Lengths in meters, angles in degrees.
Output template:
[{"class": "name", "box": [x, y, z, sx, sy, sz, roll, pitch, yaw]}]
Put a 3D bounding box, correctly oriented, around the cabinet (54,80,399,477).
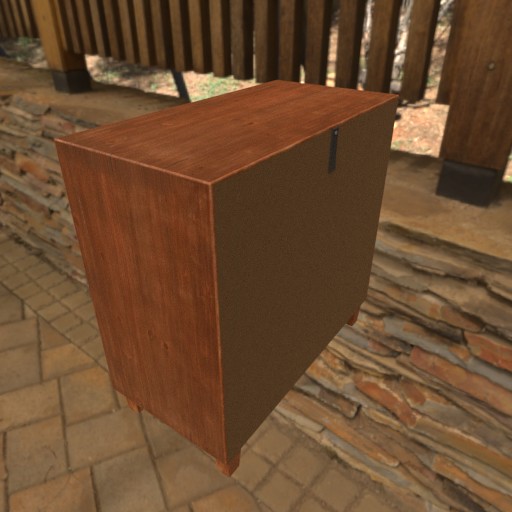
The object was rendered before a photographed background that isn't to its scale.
[{"class": "cabinet", "box": [0.000, 0.000, 1.244, 0.412, 0.785, 0.796, 20, 37, 30]}]
